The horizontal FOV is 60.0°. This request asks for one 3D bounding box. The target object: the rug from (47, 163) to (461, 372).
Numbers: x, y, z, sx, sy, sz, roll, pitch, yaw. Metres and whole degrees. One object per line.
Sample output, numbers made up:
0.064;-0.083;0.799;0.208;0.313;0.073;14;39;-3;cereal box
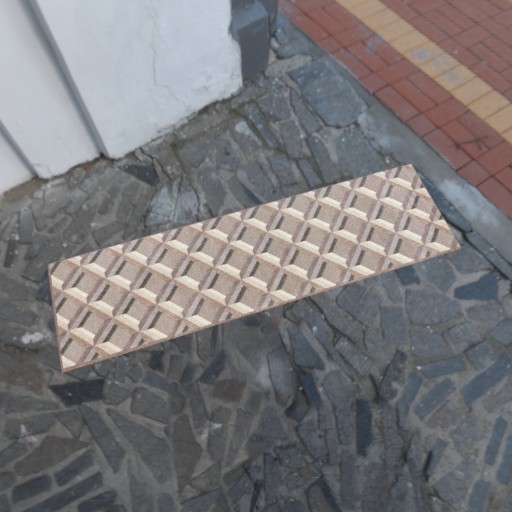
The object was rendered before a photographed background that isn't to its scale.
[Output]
0.000;0.000;2.700;2.437;0.013;0.685;-16;65;-8;rug
